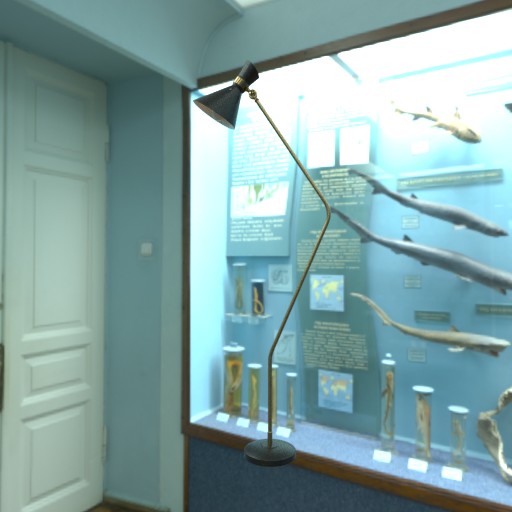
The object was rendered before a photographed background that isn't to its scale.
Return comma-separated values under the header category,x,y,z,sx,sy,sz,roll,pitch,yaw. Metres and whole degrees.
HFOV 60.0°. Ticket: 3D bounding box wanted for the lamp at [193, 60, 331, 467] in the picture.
category,x,y,z,sx,sy,sz,roll,pitch,yaw
lamp,0.000,0.000,1.592,0.467,1.438,0.277,-1,-1,35
